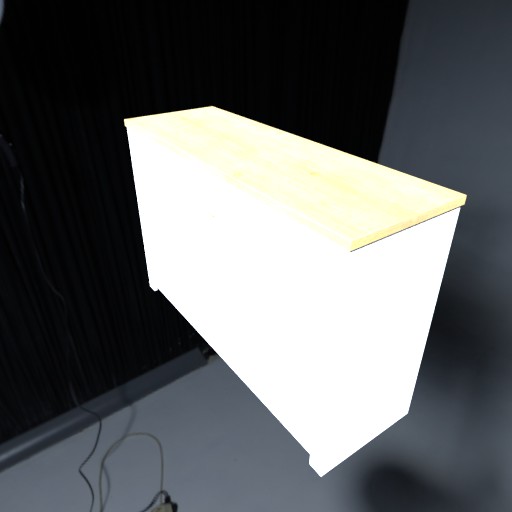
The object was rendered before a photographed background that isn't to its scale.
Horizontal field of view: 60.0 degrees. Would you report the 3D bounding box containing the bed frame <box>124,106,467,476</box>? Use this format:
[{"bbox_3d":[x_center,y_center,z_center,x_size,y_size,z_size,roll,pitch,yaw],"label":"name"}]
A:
[{"bbox_3d":[0.000,0.000,1.724,0.430,0.850,1.300,-20,36,-30],"label":"bed frame"}]
